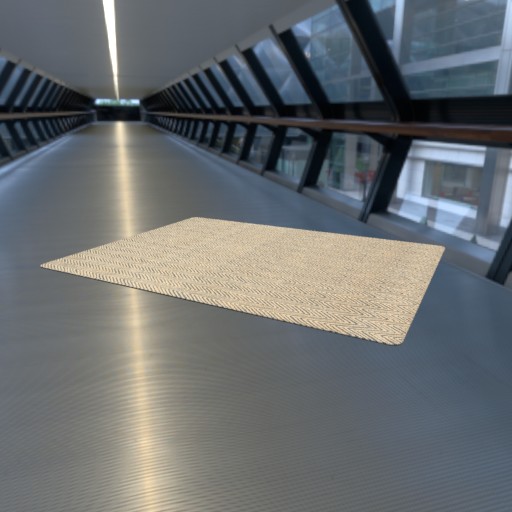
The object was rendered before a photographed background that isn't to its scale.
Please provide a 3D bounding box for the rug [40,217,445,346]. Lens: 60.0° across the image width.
[{"bbox_3d":[0.000,0.000,4.332,3.207,0.014,2.439,9,19,27],"label":"rug"}]
